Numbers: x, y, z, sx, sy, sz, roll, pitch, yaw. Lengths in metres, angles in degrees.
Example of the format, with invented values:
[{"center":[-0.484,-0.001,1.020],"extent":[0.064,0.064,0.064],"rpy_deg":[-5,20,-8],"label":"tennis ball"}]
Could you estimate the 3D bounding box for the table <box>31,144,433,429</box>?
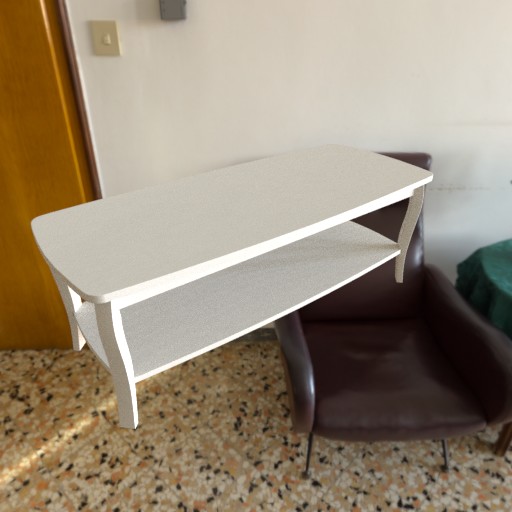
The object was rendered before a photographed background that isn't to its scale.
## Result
[{"center":[0.000,0.000,1.579],"extent":[1.334,0.474,0.561],"rpy_deg":[-21,36,-32],"label":"table"}]
